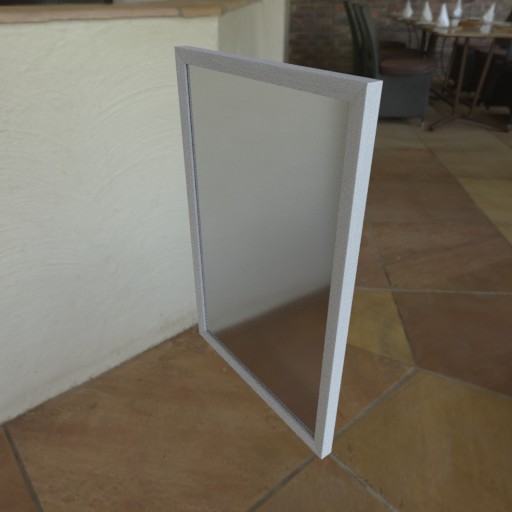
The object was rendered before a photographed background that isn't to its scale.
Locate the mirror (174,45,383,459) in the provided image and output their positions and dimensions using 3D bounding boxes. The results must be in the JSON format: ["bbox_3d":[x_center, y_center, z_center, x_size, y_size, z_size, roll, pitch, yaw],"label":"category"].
[{"bbox_3d":[0.000,0.000,1.120,0.040,0.915,0.609,-21,37,-31],"label":"mirror"}]
